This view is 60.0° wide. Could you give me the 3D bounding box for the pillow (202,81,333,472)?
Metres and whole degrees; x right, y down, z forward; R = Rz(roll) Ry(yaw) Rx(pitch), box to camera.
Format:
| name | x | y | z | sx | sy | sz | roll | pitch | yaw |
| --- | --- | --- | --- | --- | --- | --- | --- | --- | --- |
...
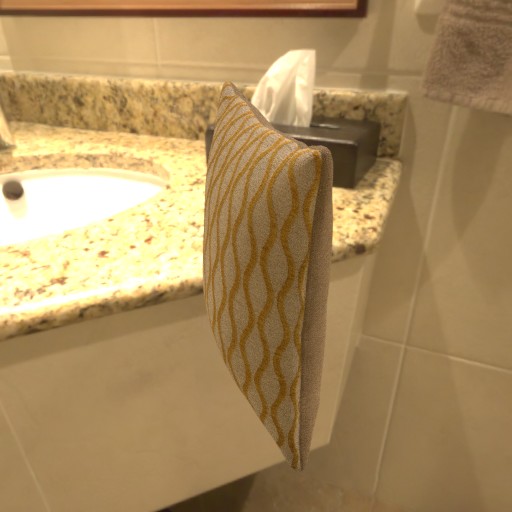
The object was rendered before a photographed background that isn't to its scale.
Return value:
| name | x | y | z | sx | sy | sz | roll | pitch | yaw |
| --- | --- | --- | --- | --- | --- | --- | --- | --- | --- |
| pillow | 0.000 | 0.000 | 0.661 | 0.159 | 0.436 | 0.429 | -8 | 31 | -13 |
